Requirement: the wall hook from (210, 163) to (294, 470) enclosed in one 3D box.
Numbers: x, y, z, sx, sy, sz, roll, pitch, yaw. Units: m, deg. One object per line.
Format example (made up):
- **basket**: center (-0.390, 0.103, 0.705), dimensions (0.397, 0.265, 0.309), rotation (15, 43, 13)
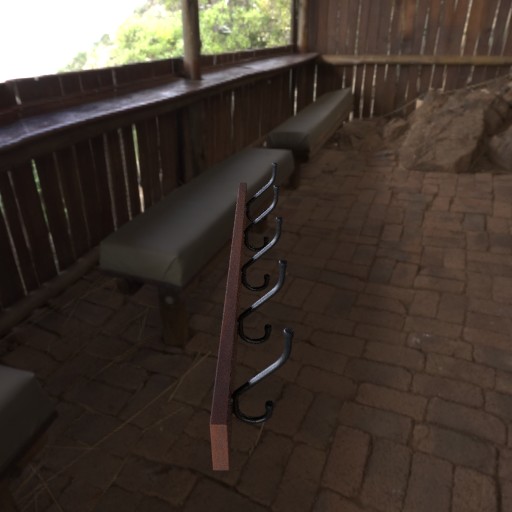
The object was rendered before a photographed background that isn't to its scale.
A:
- **wall hook**: center (0.000, 0.000, 0.614), dimensions (0.071, 0.117, 0.571), rotation (0, 30, 1)
